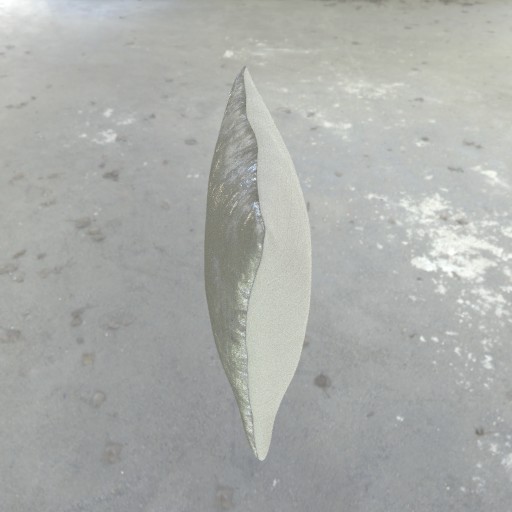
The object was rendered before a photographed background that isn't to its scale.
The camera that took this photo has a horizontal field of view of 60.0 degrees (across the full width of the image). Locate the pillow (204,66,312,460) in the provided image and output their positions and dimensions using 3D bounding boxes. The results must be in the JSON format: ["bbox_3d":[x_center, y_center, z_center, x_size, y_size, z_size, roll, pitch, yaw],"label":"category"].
[{"bbox_3d":[0.000,0.000,0.734,0.175,0.464,0.470,-1,41,-2],"label":"pillow"}]
